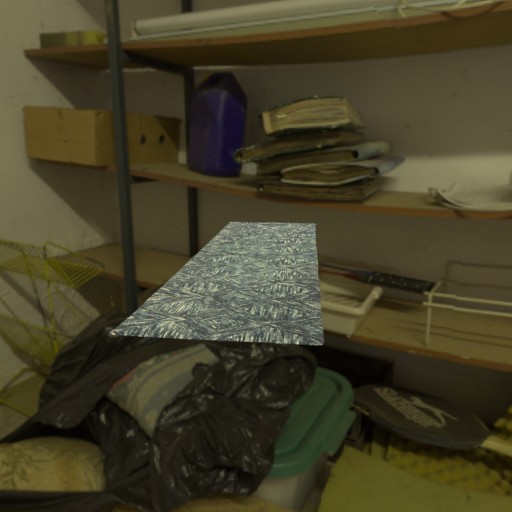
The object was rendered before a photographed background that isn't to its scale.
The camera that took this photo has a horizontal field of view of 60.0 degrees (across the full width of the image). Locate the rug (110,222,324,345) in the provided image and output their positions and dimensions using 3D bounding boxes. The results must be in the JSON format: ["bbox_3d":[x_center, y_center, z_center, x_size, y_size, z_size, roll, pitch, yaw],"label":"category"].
[{"bbox_3d":[0.000,0.000,2.535,0.719,0.013,2.306,2,14,6],"label":"rug"}]
